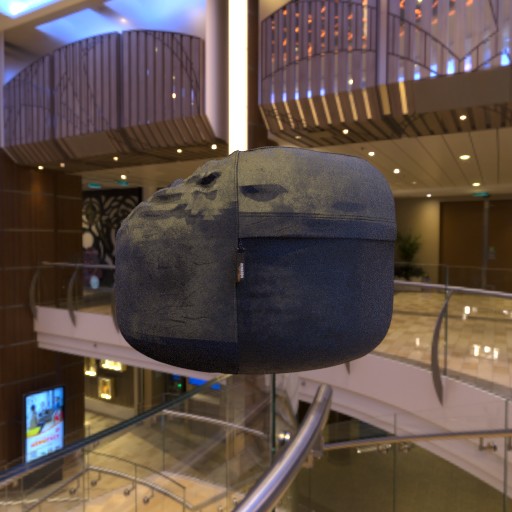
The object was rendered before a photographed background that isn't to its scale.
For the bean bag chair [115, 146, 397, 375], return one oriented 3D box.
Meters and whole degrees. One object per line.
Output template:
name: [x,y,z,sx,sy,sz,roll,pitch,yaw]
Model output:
bean bag chair: [0.000,0.000,1.506,0.918,0.605,0.918,0,2,0]
